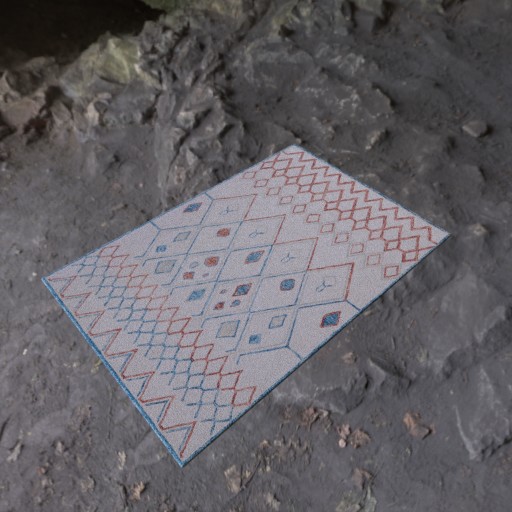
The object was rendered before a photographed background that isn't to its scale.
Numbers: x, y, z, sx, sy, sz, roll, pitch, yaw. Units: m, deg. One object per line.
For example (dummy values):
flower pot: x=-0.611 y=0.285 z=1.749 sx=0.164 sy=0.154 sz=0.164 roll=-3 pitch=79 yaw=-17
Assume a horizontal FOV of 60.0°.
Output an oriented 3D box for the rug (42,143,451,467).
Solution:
rug: x=0.000 y=0.000 z=2.352 sx=1.829 sy=0.016 sz=1.219 roll=-33 pitch=55 yaw=-27
